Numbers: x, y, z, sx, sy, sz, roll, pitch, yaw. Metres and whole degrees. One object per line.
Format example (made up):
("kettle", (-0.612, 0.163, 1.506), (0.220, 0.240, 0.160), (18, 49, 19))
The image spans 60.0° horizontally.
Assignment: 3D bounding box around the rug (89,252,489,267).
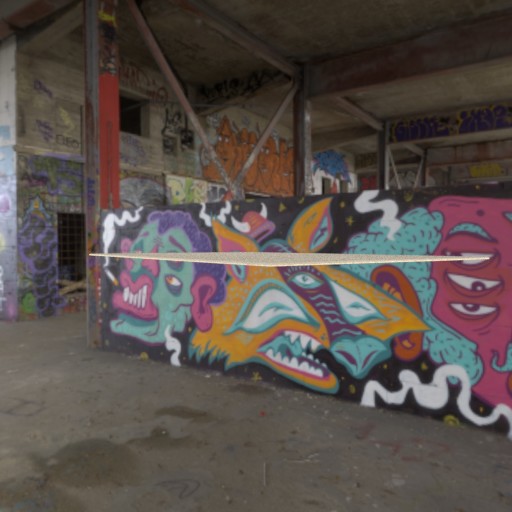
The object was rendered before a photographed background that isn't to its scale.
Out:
("rug", (0.000, 0.000, 2.333), (1.219, 0.010, 1.829), (-1, 2, -36))
